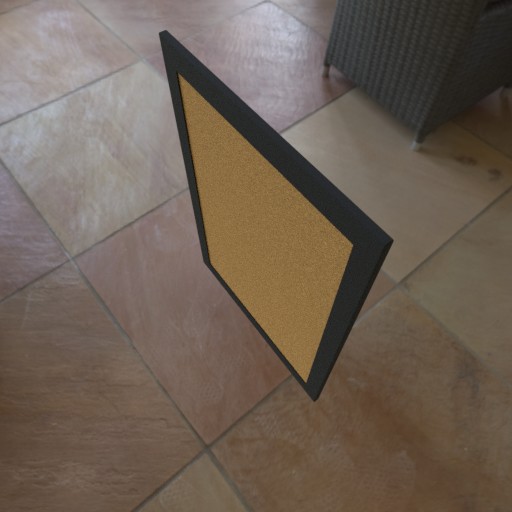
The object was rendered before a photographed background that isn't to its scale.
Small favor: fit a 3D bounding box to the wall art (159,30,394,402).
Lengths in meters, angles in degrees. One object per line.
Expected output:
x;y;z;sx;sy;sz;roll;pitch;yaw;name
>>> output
0.000;0.000;0.671;0.012;0.529;0.374;-32;64;-18;wall art
